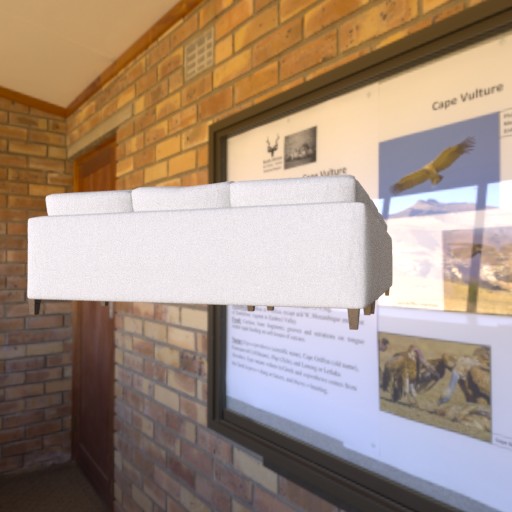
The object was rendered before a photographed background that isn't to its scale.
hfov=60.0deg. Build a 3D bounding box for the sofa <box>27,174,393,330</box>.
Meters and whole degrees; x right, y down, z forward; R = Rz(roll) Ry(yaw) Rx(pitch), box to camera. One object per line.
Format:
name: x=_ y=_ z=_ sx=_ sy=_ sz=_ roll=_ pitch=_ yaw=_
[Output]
sofa: x=0.000 y=0.000 z=4.438 sx=2.522 sy=0.934 sz=3.333 roll=-1 pitch=-2 yaw=19
